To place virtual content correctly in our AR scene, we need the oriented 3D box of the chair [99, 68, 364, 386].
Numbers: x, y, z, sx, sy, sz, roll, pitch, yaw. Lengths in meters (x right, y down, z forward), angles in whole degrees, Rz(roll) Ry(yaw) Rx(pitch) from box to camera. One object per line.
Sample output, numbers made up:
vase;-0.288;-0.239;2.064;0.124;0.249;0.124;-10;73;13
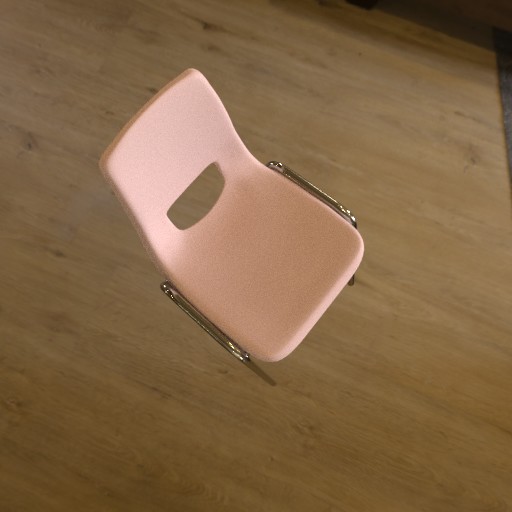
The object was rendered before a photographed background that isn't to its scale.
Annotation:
chair;0.000;0.000;0.950;0.436;0.704;0.381;38;79;9
